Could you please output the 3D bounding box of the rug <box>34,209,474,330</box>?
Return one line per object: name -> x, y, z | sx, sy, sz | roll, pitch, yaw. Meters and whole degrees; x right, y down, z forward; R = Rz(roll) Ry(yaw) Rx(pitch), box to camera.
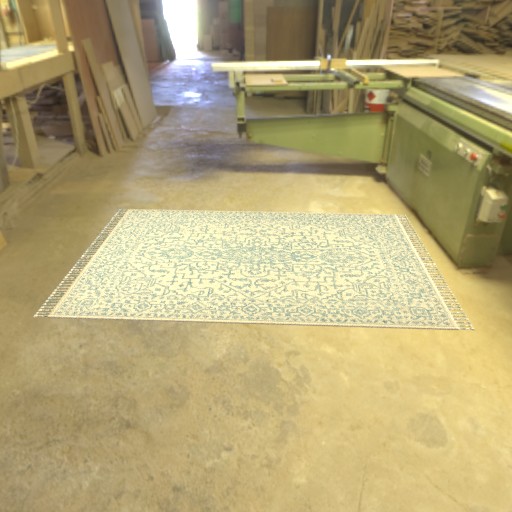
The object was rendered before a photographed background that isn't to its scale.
rug -> 0.000, 0.000, 3.107 | 2.438, 0.010, 1.524 | 1, 29, 2
